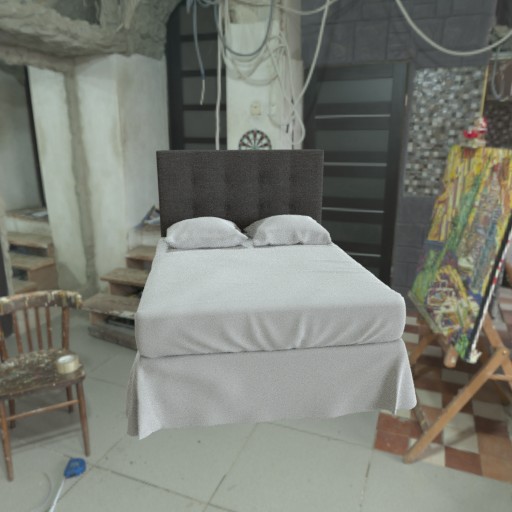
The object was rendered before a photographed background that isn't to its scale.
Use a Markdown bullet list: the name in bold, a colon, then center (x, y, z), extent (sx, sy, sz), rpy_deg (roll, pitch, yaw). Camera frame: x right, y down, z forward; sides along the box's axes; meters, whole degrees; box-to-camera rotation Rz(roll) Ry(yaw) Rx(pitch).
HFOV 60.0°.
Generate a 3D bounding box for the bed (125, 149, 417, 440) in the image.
- **bed**: center (0.000, 0.000, 3.538), extent (1.936, 1.577, 2.222), rpy_deg (-2, 16, -8)
